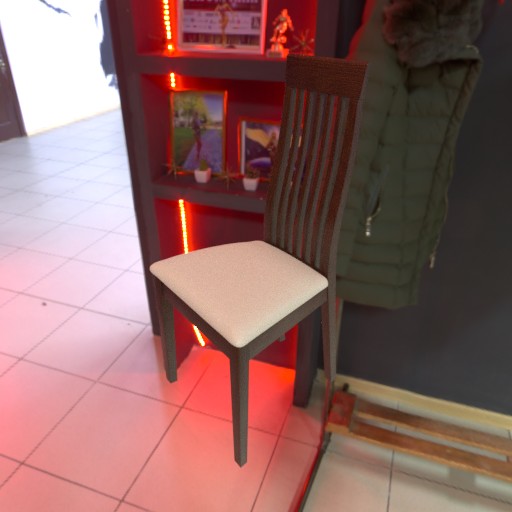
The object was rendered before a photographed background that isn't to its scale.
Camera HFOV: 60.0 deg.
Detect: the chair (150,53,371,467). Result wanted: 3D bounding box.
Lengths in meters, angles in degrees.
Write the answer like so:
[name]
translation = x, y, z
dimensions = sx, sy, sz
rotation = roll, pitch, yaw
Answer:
[chair]
translation = 0.000, 0.000, 1.281
dimensions = 0.474, 1.027, 0.460
rotation = -21, 35, -33
